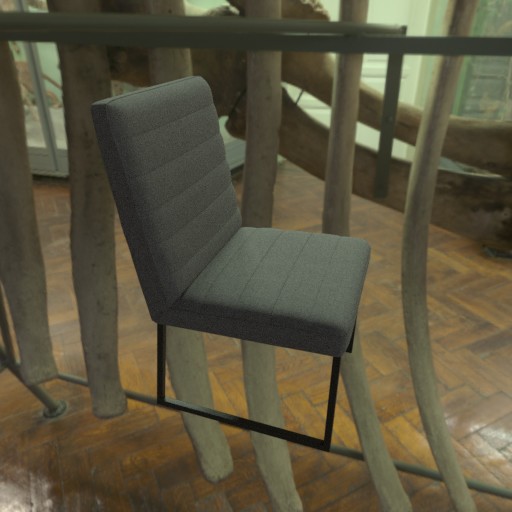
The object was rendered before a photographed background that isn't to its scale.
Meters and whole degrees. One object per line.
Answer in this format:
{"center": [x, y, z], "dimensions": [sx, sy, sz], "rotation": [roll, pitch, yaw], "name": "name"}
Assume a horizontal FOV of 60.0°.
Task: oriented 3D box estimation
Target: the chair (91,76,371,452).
{"center": [0.000, 0.000, 1.312], "dimensions": [0.634, 0.930, 0.520], "rotation": [9, 30, 16], "name": "chair"}
